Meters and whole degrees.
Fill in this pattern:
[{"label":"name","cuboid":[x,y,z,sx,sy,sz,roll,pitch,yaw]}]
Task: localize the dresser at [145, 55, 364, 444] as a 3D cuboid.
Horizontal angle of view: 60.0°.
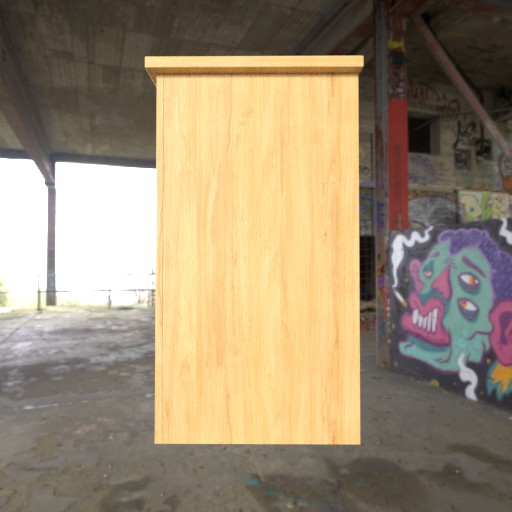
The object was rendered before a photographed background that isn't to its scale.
[{"label":"dresser","cuboid":[0.000,0.000,1.220,0.410,0.730,0.800,0,-1,1]}]
